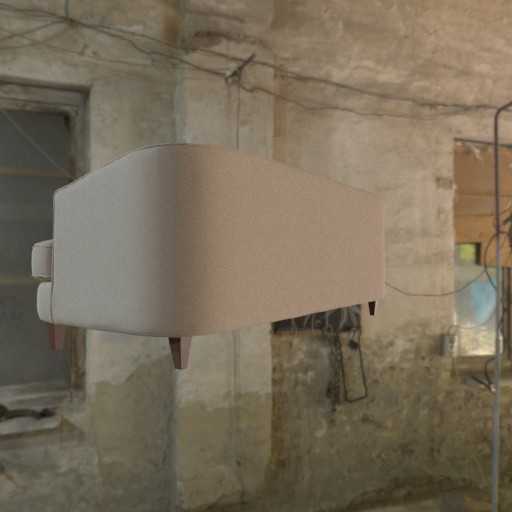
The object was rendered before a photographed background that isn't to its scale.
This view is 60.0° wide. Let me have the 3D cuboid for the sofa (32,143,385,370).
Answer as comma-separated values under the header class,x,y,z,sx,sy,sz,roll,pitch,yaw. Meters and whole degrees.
class,x,y,z,sx,sy,sz,roll,pitch,yaw
sofa,0.000,0.000,2.651,0.941,0.855,2.278,0,-1,36
